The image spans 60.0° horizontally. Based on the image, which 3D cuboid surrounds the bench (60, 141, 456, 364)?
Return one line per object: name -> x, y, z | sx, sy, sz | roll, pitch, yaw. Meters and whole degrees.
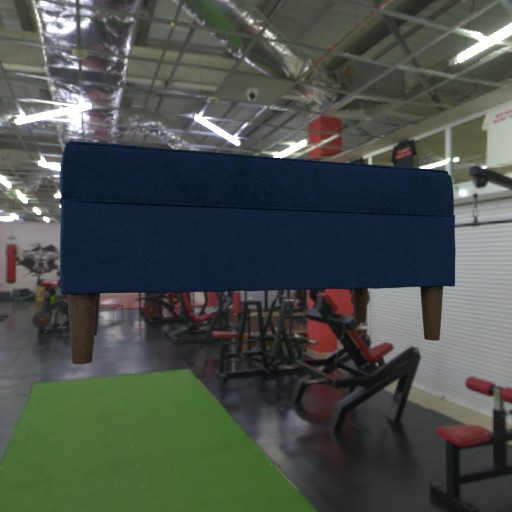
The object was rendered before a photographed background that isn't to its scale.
bench -> 0.000, 0.000, 1.279 | 1.010, 0.467, 0.489 | 0, -1, -18
